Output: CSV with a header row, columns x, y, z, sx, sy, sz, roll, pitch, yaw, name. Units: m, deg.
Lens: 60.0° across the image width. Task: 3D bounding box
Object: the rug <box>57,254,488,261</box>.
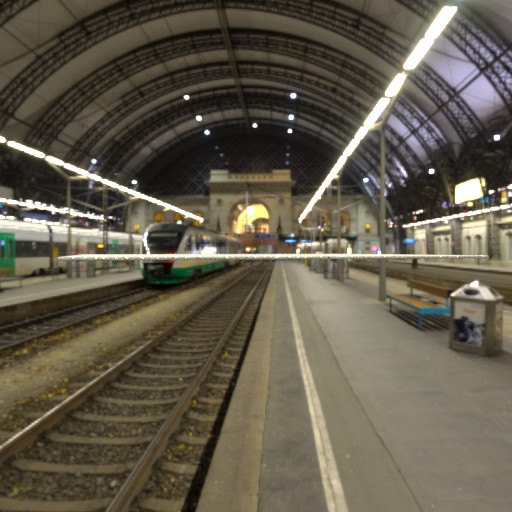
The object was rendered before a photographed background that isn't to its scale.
x,y,z,sx,sy,sz,roll,pitch,yaw,name
0.000,0.000,2.796,2.144,0.015,1.543,0,1,-18,rug
